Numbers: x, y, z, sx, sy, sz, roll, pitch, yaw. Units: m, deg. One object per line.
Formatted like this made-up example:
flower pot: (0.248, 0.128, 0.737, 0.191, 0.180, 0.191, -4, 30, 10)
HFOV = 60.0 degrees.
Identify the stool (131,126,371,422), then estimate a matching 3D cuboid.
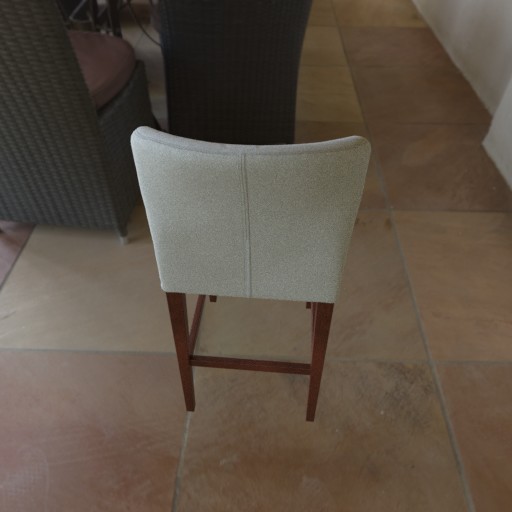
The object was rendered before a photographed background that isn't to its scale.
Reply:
stool: (0.000, 0.000, 1.329, 0.479, 1.069, 0.568, 4, 46, 3)
